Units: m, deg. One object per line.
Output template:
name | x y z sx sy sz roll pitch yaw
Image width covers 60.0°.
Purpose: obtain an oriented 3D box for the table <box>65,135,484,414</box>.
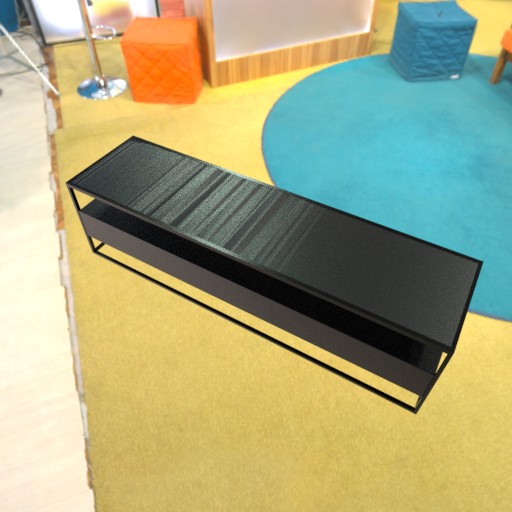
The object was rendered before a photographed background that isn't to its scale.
table | 0.000 0.000 1.726 1.486 0.395 0.399 23 51 20
